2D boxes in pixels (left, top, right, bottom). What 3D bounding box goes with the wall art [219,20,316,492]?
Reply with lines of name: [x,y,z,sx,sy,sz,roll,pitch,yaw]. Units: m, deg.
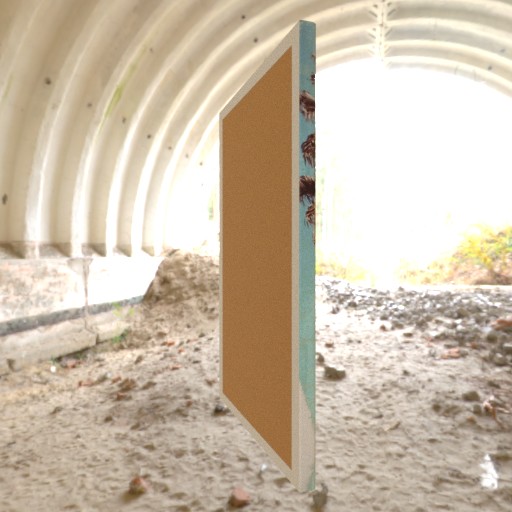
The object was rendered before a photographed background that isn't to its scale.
wall art: [0.000,0.000,1.144,0.037,0.915,0.605,0,0,-20]
